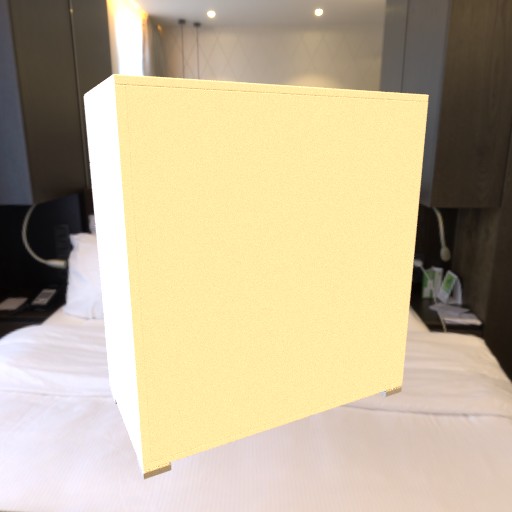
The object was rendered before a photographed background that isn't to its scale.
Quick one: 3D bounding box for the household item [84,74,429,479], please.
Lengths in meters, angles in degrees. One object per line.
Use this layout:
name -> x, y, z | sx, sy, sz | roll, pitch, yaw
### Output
household item -> 0.000, 0.000, 1.268 | 0.800, 0.870, 0.420 | -7, 16, -27
